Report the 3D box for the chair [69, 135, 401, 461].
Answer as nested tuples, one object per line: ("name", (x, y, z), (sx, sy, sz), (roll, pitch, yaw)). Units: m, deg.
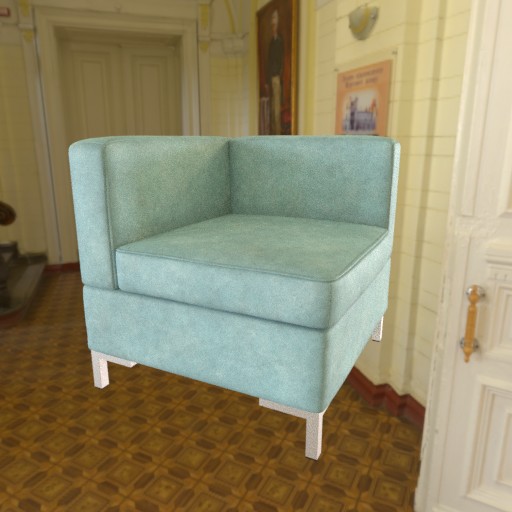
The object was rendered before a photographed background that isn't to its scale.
("chair", (0.000, 0.000, 1.252), (0.684, 0.660, 0.691), (7, 17, 26))
